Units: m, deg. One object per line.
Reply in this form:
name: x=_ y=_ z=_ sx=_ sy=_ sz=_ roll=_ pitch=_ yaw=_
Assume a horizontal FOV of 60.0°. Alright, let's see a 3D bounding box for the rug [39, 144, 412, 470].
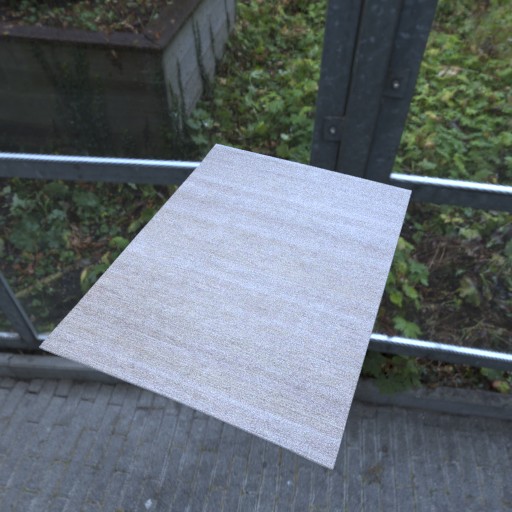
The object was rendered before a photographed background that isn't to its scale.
rug: x=0.000 y=0.000 z=4.292 sx=2.467 sy=0.046 sz=3.245 roll=17 pitch=49 yaw=16
